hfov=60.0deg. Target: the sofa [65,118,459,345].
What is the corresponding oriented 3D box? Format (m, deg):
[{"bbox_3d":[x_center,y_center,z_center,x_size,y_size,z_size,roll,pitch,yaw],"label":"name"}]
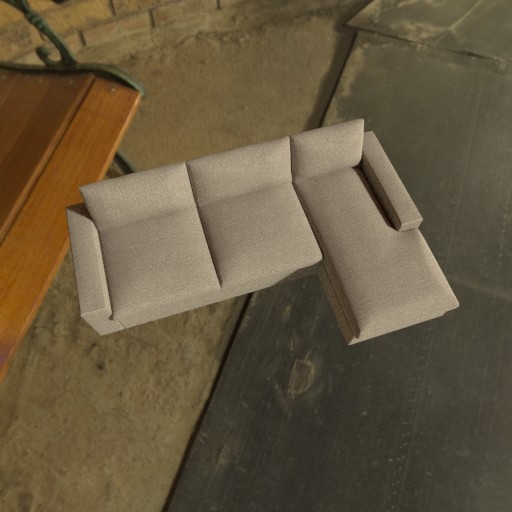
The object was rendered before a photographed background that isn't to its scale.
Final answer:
[{"bbox_3d":[0.000,0.000,3.488,2.718,0.813,1.689,-16,64,-8],"label":"sofa"}]
